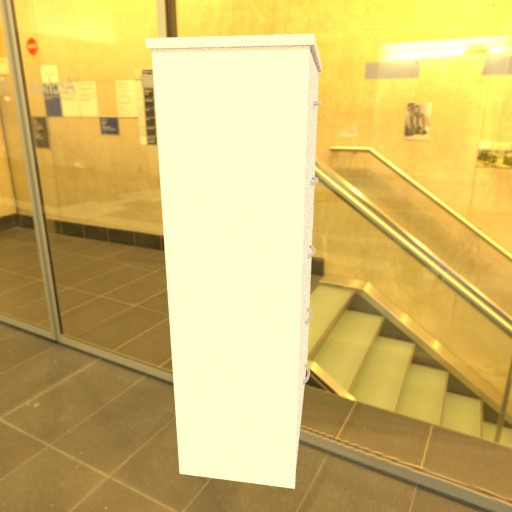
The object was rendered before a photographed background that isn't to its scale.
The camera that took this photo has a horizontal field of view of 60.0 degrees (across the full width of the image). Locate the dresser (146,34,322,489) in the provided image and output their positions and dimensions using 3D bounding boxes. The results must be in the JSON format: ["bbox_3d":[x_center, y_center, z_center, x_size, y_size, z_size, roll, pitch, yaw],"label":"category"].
[{"bbox_3d":[0.000,0.000,1.511,0.399,1.255,0.704,3,18,9],"label":"dresser"}]
